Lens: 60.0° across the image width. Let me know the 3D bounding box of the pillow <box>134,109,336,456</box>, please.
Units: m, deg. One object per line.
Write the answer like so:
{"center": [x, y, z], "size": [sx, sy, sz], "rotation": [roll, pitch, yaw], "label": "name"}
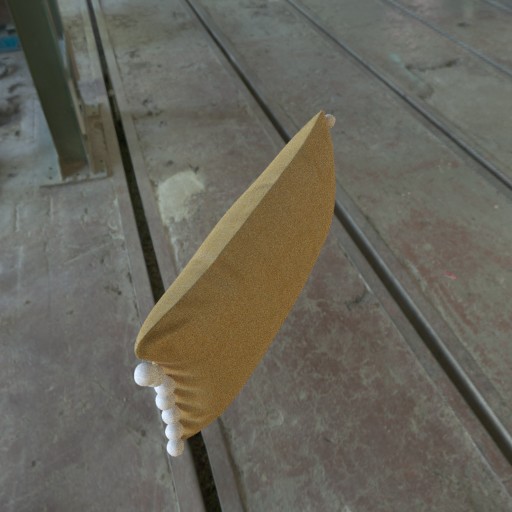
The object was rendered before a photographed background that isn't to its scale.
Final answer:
{"center": [0.000, 0.000, 0.844], "size": [0.201, 0.322, 0.709], "rotation": [19, 50, 17], "label": "pillow"}
